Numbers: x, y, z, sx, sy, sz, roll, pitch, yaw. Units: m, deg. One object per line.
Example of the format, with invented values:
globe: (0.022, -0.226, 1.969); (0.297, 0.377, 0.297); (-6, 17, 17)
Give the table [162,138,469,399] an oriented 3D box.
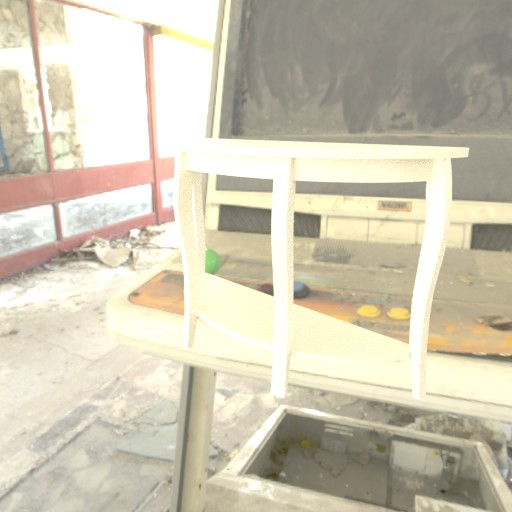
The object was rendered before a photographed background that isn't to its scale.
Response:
table: (0.000, 0.000, 1.578); (1.219, 0.780, 0.394); (16, 23, 42)
